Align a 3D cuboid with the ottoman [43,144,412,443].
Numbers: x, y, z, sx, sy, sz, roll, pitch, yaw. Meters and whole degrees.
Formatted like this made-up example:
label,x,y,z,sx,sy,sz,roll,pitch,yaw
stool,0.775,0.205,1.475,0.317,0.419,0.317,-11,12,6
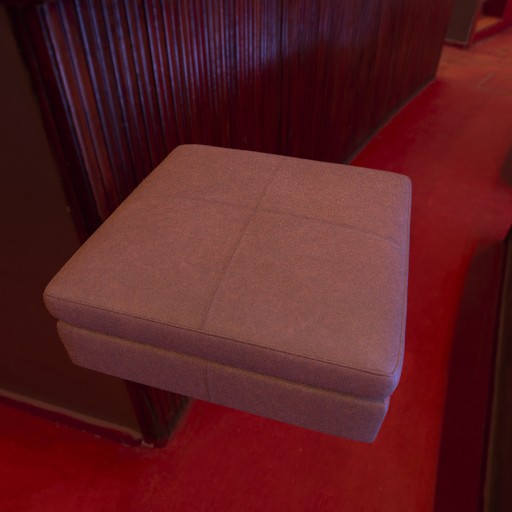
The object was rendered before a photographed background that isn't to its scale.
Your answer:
label,x,y,z,sx,sy,sz,roll,pitch,yaw
ottoman,0.000,0.000,1.825,1.168,0.490,1.168,11,41,13
